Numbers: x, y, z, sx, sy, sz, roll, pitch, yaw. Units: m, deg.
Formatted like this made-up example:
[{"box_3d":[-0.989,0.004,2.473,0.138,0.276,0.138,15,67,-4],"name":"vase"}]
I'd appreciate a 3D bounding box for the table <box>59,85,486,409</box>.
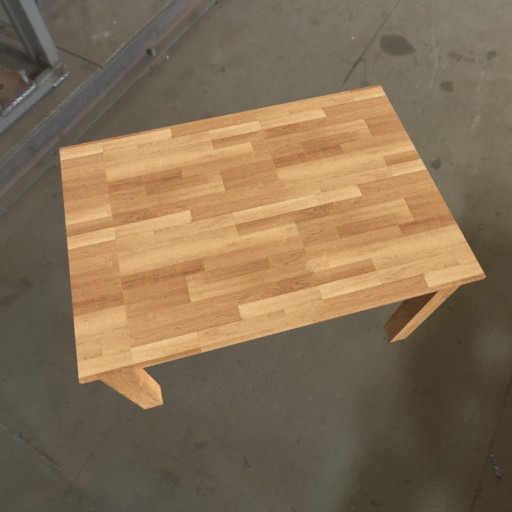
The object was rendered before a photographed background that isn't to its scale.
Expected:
[{"box_3d":[0.000,0.000,1.889,1.300,0.750,0.900,-13,64,-7],"name":"table"}]
